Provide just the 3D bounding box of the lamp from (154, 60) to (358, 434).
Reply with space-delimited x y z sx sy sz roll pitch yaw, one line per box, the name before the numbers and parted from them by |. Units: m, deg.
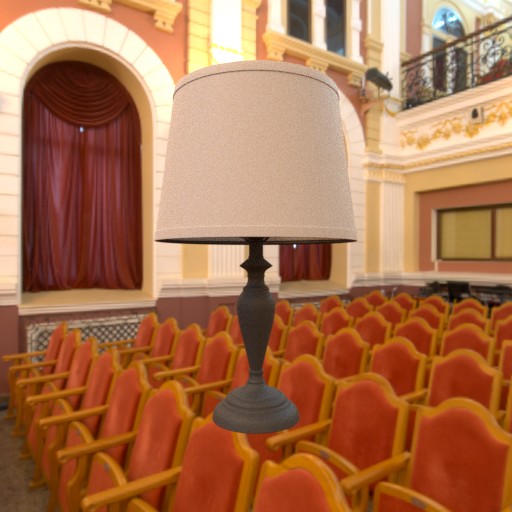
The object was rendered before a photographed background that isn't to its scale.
lamp | 0.000 0.000 0.692 0.310 0.501 0.310 0 0 0
